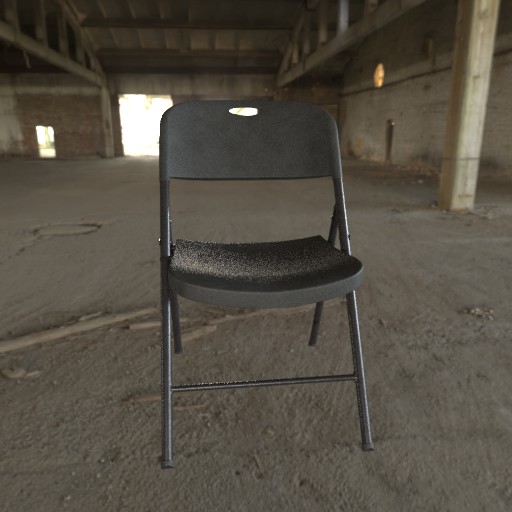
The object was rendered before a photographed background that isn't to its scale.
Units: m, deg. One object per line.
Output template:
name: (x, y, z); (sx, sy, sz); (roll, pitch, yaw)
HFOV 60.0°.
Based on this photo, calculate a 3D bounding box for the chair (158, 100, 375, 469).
chair: (0.000, 0.000, 1.163); (0.494, 0.810, 0.567); (-2, 16, -7)
